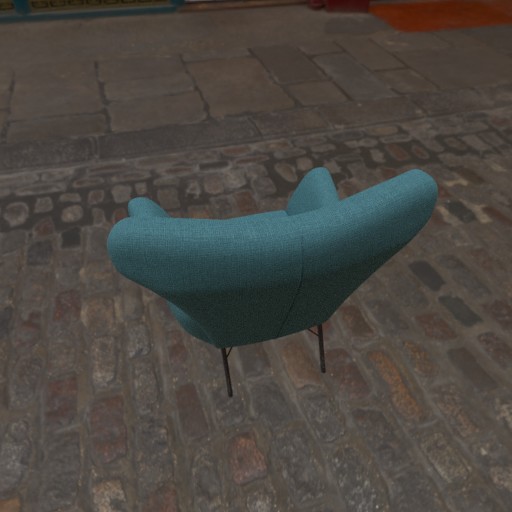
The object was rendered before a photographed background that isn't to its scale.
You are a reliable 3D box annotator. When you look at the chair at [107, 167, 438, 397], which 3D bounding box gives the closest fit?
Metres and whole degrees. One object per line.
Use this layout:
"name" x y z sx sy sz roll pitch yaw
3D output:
"chair" 0.000 0.000 1.845 1.050 0.980 0.900 -12 44 -13
